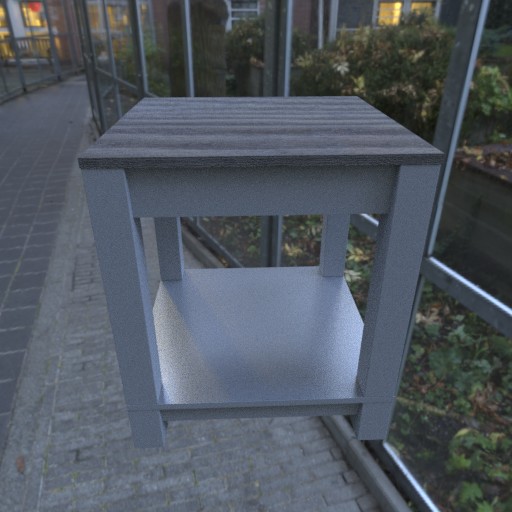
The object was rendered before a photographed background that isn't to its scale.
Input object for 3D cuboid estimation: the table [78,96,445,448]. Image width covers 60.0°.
[{"bbox_3d":[0.000,0.000,0.972,0.506,0.587,0.504,-1,28,-2],"label":"table"}]
